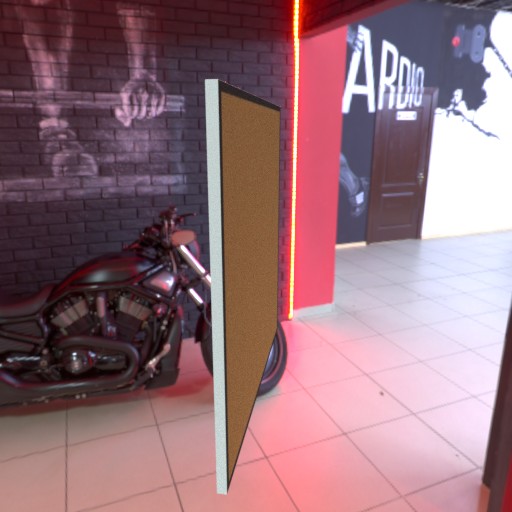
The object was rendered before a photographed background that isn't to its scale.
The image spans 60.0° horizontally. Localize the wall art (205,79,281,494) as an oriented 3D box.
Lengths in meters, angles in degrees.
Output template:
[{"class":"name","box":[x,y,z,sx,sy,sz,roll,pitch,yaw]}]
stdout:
[{"class":"wall art","box":[0.000,0.000,1.192,0.022,0.803,0.805,3,16,10]}]
